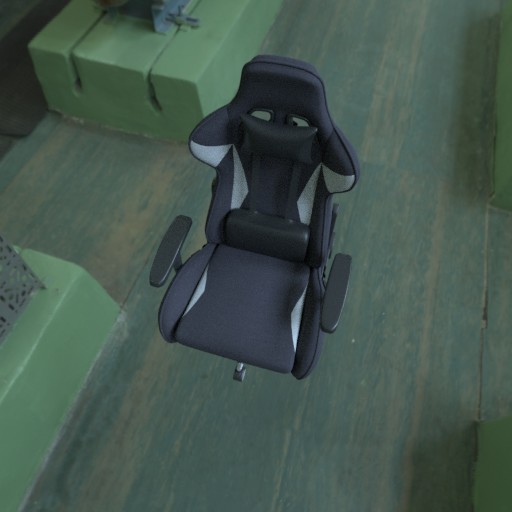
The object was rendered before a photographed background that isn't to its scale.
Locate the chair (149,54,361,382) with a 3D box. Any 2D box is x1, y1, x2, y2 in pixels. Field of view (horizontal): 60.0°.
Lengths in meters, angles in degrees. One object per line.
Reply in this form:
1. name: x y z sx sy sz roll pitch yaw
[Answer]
1. chair: 0.000 0.000 1.711 0.730 1.300 0.695 14 59 9
